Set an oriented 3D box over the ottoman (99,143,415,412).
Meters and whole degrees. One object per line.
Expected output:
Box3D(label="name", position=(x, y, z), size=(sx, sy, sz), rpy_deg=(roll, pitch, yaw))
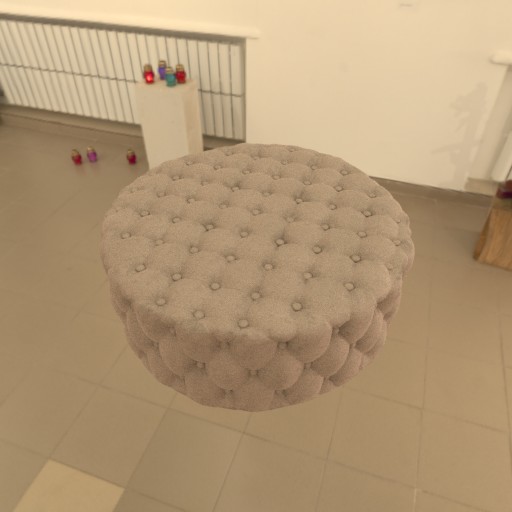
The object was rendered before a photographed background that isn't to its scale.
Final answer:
Box3D(label="ottoman", position=(0.000, 0.000, 1.530), size=(0.998, 0.399, 0.998), rpy_deg=(0, 42, 0))
